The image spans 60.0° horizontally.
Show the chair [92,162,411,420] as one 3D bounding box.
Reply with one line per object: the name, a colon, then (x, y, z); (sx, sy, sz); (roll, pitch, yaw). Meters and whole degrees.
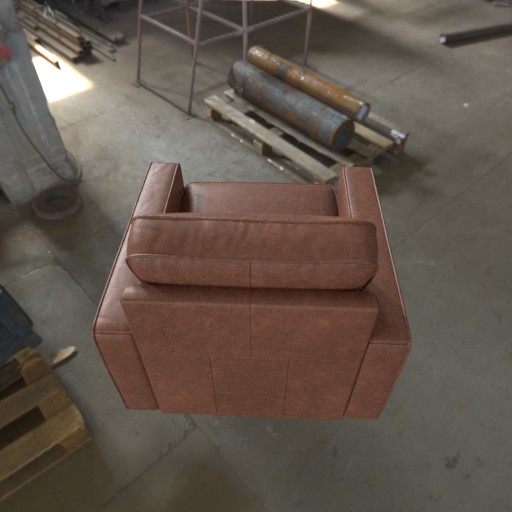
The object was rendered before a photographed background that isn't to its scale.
chair: (0.000, 0.000, 1.742); (1.017, 0.919, 0.940); (2, 47, 2)
